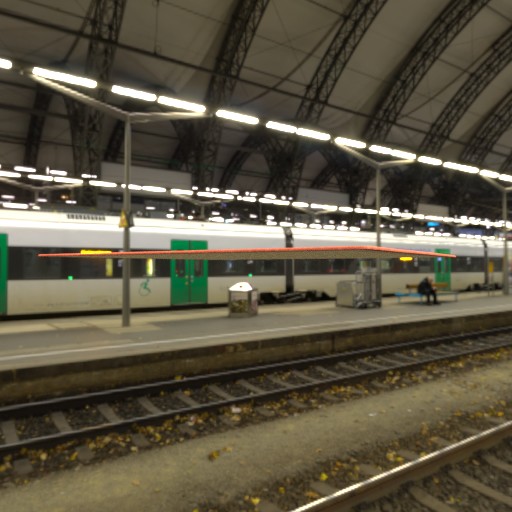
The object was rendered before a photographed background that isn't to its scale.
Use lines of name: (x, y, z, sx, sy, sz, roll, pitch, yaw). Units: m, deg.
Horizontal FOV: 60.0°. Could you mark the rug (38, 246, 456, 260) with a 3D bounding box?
rug: (0.000, 0.000, 4.046, 2.976, 0.018, 2.430, -1, -2, 34)
